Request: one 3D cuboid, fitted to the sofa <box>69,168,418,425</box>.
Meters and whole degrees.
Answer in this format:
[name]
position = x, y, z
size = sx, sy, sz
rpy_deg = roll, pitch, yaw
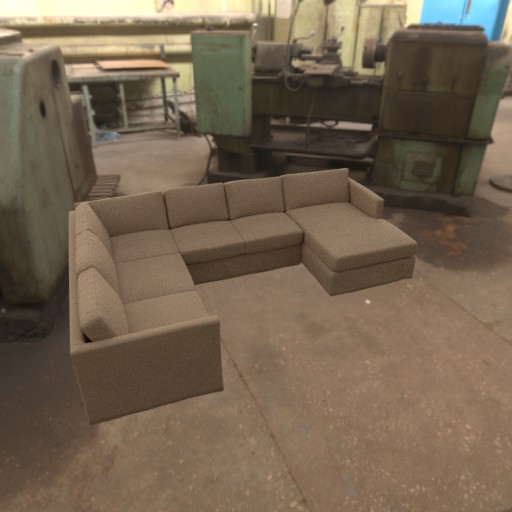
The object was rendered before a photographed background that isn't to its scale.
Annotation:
[sofa]
position = 0.000, 0.000, 4.477
size = 3.460, 0.882, 2.427
rpy_deg = -10, 31, -18
